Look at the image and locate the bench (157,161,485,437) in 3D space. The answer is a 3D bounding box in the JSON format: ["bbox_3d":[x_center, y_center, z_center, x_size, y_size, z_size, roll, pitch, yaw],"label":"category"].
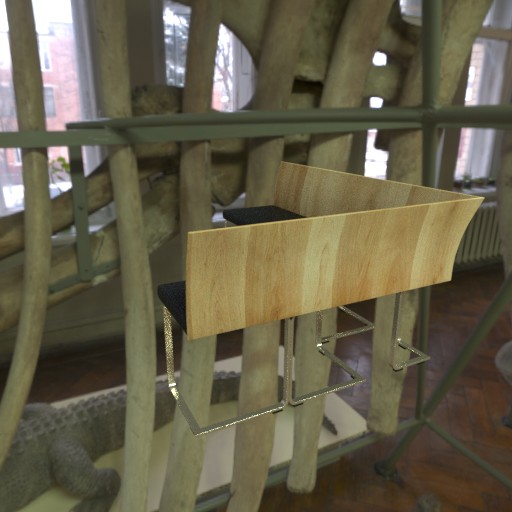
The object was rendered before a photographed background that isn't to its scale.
[{"bbox_3d":[0.000,0.000,2.789,1.495,0.930,1.945,-9,20,-26],"label":"bench"}]
